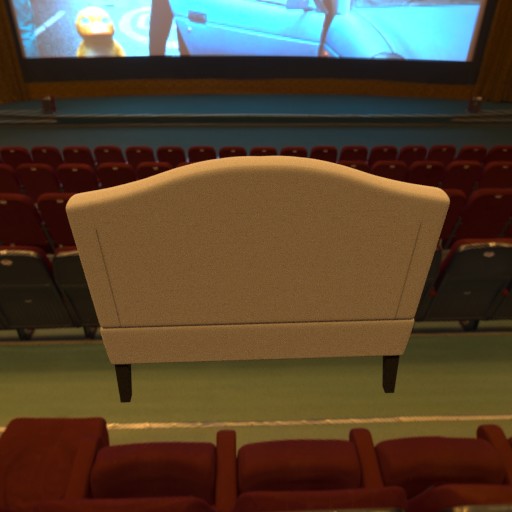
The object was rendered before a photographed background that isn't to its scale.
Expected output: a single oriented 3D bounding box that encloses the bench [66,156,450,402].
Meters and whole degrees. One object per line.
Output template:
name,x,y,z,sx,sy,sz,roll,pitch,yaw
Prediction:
bench,0.000,0.000,2.068,1.335,1.180,0.815,-1,31,-2
